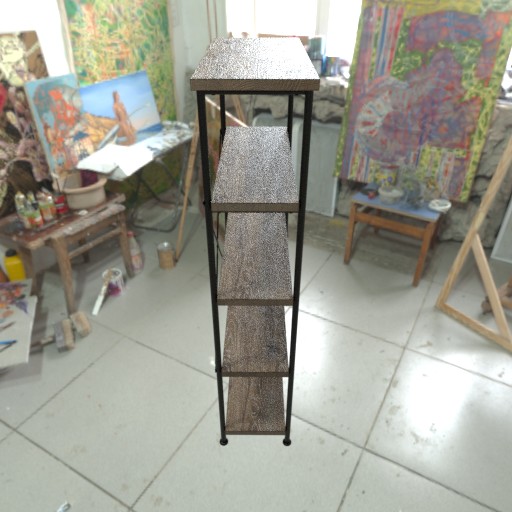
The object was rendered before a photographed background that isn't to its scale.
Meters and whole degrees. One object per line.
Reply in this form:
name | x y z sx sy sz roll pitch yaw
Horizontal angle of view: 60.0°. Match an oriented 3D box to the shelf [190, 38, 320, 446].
shelf | 0.000 0.000 2.024 0.360 1.700 0.800 0 34 0
